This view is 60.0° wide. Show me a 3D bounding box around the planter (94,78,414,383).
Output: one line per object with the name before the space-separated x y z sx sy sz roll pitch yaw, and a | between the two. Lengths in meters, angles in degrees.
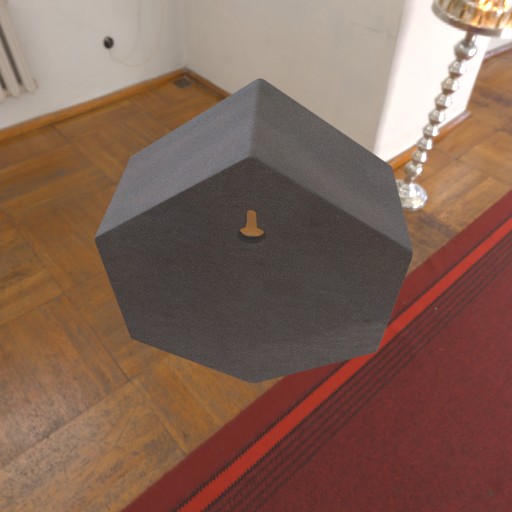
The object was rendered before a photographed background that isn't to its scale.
planter | 0.000 0.000 0.294 0.169 0.206 0.077 3 47 3
